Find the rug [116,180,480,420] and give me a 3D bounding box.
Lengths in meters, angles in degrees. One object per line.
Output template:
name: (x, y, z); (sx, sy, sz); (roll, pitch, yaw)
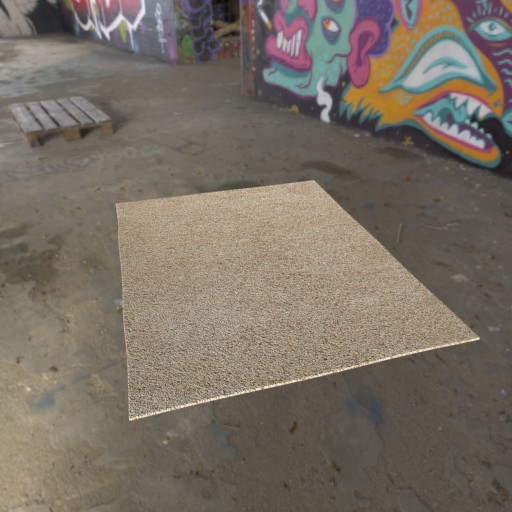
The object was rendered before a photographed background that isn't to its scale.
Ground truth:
rug: (0.000, 0.000, 4.053); (2.400, 0.025, 3.000); (-9, 33, -14)
